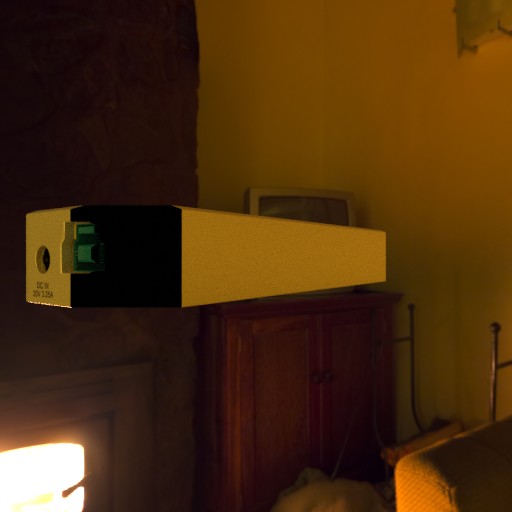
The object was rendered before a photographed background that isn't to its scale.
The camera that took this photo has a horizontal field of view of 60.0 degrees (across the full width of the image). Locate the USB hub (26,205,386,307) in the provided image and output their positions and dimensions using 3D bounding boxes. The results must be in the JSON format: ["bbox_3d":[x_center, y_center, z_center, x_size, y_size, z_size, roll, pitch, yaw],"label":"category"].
[{"bbox_3d":[0.000,0.000,0.159,0.044,0.023,0.145,0,0,37],"label":"USB hub"}]
